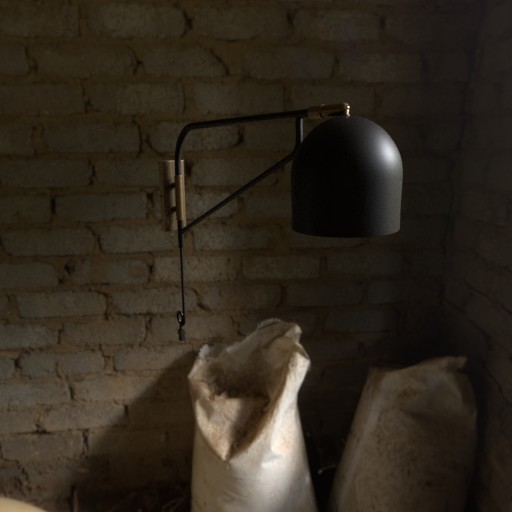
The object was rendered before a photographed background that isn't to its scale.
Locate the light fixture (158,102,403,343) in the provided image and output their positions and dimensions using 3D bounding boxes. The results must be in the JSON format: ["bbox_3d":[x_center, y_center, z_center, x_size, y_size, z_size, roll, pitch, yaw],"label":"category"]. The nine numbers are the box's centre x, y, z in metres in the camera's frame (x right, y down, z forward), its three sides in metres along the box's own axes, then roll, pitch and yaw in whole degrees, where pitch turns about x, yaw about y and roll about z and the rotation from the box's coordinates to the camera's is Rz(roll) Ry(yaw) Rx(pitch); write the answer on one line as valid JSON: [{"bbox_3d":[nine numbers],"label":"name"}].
[{"bbox_3d":[0.000,0.000,1.098,0.215,0.696,0.720,-14,20,-43],"label":"light fixture"}]
